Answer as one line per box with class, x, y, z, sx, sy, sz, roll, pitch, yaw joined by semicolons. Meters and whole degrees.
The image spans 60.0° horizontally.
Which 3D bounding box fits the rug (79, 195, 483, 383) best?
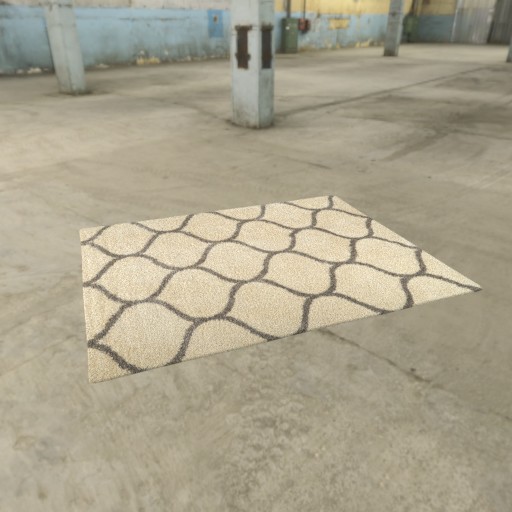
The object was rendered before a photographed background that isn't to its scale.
rug;0.000;0.000;4.063;3.000;0.026;2.399;-10;29;-18
